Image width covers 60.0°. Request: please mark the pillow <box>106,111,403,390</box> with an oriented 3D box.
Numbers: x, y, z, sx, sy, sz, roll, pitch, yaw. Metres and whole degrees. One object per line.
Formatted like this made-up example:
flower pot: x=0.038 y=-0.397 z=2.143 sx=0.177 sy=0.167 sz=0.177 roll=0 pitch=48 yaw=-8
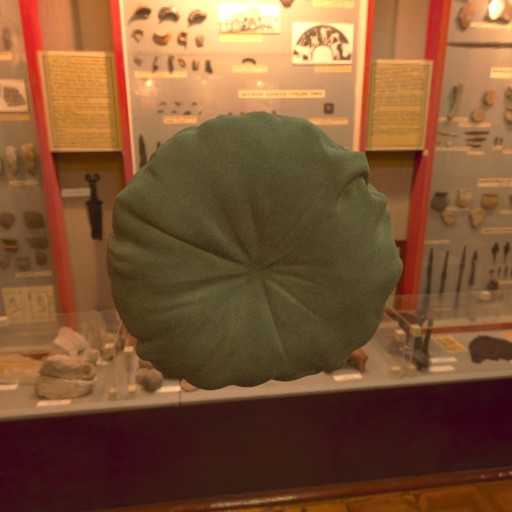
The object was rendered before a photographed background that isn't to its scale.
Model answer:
pillow: x=0.000 y=0.000 z=0.657 sx=0.428 sy=0.407 sz=0.148 roll=-2 pitch=17 yaw=-6
